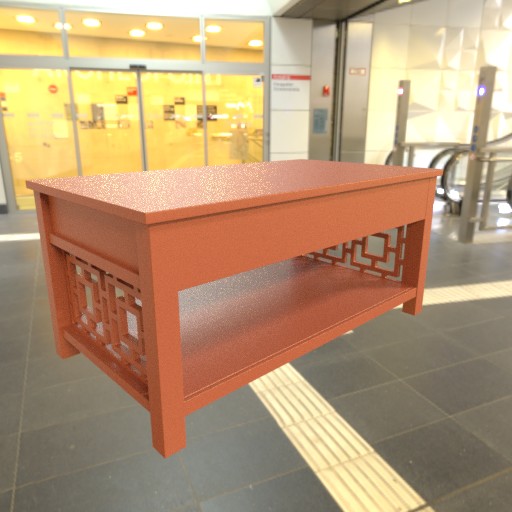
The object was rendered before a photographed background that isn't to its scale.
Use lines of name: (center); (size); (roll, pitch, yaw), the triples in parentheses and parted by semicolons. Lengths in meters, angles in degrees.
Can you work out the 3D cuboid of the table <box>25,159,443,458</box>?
table: (0.000, 0.000, 1.349); (1.068, 0.493, 0.612); (-15, 22, -41)
